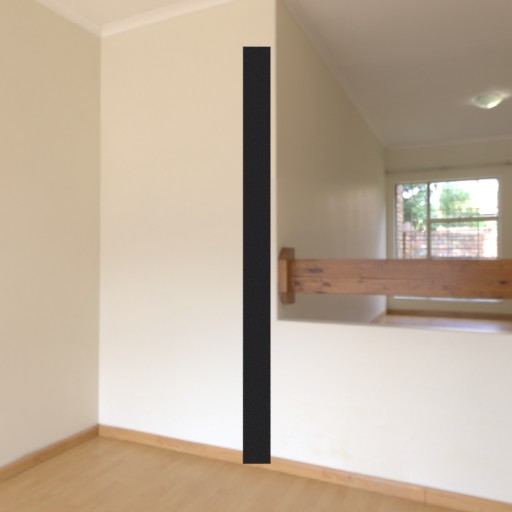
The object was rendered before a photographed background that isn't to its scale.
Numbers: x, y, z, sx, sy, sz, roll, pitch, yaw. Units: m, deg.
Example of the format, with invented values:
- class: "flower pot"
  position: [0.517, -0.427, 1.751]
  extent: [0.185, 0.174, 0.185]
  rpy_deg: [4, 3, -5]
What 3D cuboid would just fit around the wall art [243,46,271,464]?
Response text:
- class: "wall art"
  position: [0.000, 0.000, 0.759]
  extent: [0.030, 0.454, 0.554]
  rpy_deg: [0, 0, 0]
